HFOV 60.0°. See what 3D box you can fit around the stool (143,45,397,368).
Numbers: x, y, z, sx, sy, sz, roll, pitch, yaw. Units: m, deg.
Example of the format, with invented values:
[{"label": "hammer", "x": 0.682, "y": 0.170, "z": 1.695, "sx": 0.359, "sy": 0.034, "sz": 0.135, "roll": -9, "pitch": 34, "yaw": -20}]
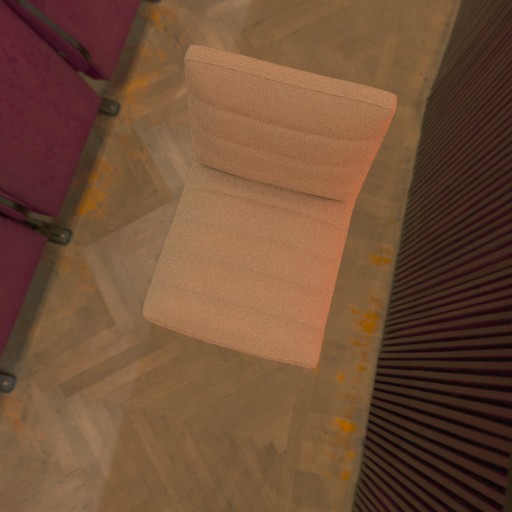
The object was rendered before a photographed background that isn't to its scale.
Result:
[{"label": "stool", "x": 0.000, "y": 0.000, "z": 1.341, "sx": 0.464, "sy": 1.061, "sz": 0.573, "roll": 15, "pitch": 77, "yaw": 4}]
